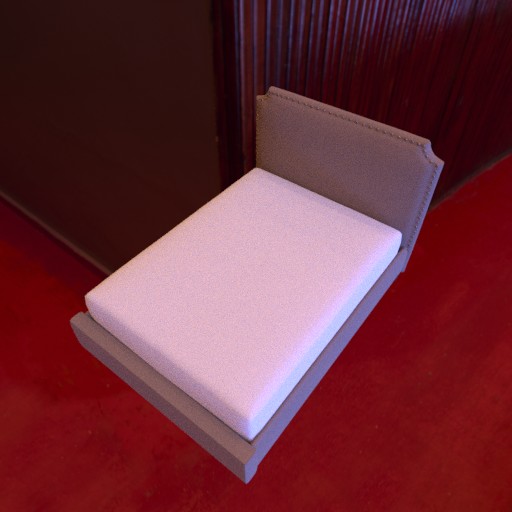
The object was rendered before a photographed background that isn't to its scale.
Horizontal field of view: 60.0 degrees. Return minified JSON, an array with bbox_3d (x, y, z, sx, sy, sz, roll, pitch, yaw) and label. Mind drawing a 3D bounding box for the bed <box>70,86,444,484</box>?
[{"bbox_3d":[0.000,0.000,3.391,1.713,1.443,2.372,29,53,25],"label":"bed"}]
